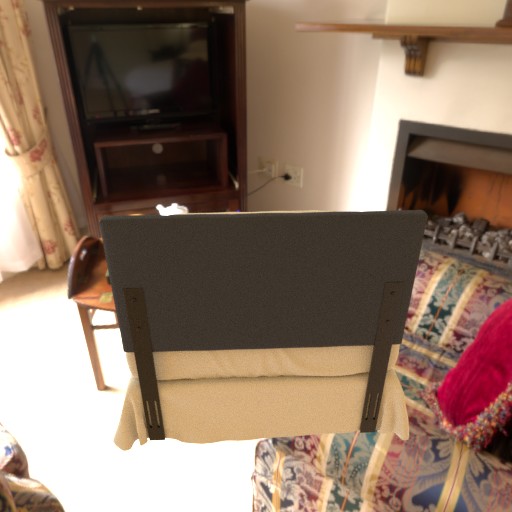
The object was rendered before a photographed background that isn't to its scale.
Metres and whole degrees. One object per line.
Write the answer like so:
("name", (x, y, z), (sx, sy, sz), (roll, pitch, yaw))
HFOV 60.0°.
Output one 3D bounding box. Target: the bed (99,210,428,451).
("bed", (0.000, 0.000, 3.433), (1.936, 1.577, 2.222), (-1, 29, -2))
